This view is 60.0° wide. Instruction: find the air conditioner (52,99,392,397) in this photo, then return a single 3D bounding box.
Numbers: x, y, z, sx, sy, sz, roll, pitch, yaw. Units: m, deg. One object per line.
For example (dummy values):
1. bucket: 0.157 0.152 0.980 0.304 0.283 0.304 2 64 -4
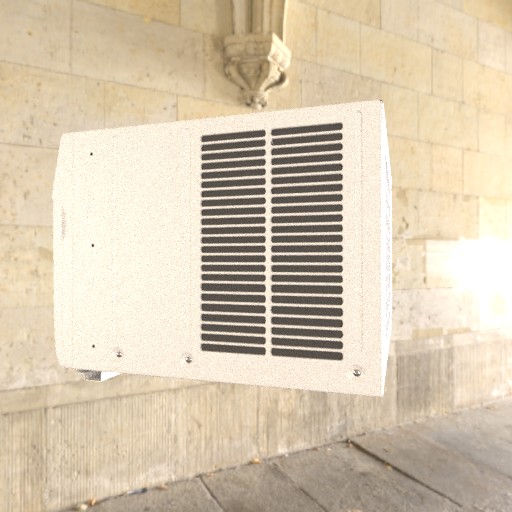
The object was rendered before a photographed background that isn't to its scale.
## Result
1. air conditioner: 0.000 0.000 1.042 0.599 0.455 0.645 0 0 18
